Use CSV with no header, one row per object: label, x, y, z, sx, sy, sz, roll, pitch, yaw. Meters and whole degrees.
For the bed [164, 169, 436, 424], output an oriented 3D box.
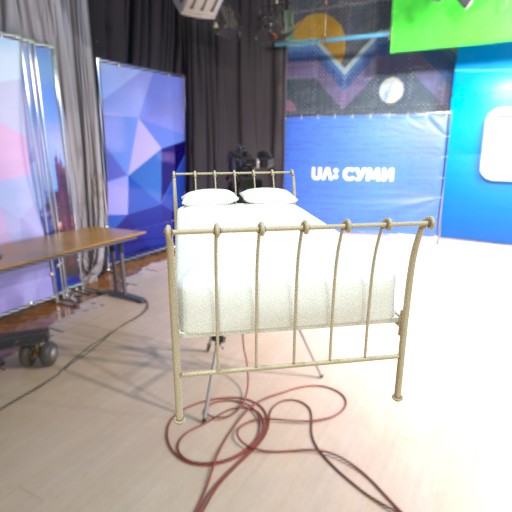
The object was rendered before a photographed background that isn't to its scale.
bed,0.000,0.000,2.753,1.032,0.873,2.228,-3,16,-9
